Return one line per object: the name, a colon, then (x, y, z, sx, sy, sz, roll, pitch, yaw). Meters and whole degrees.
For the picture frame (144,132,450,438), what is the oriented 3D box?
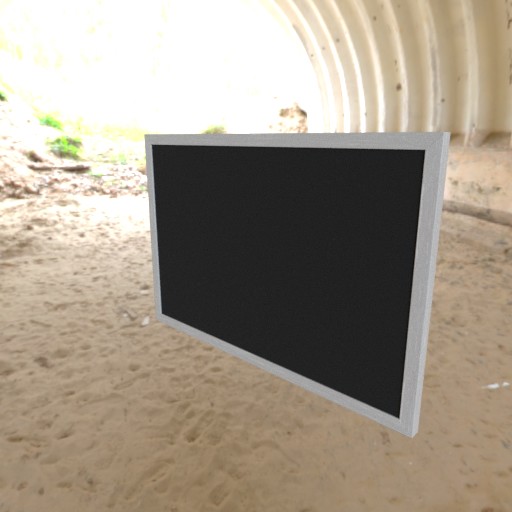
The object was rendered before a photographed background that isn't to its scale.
picture frame: (0.000, 0.000, 1.200, 0.950, 0.640, 0.029, 14, 20, 41)
